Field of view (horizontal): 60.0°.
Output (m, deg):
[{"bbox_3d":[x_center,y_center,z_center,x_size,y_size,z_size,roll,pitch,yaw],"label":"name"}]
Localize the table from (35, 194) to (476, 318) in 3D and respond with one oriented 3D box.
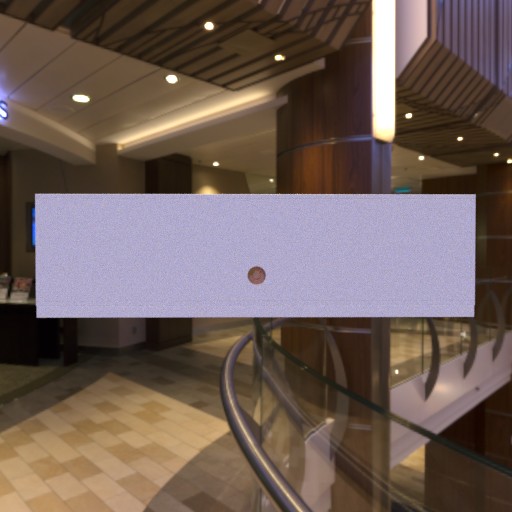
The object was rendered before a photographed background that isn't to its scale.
[{"bbox_3d":[0.000,0.000,1.763,1.550,0.440,0.400,0,1,-1],"label":"table"}]
